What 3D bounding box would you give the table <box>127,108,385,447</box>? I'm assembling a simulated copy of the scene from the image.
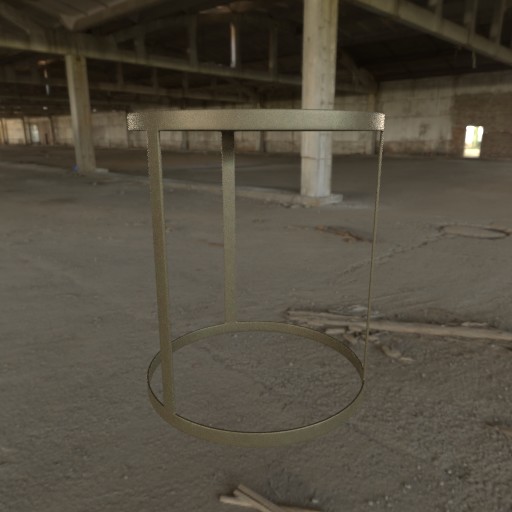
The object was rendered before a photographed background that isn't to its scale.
[{"bbox_3d":[0.000,0.000,0.933,0.480,0.565,0.480,0,15,0],"label":"table"}]
